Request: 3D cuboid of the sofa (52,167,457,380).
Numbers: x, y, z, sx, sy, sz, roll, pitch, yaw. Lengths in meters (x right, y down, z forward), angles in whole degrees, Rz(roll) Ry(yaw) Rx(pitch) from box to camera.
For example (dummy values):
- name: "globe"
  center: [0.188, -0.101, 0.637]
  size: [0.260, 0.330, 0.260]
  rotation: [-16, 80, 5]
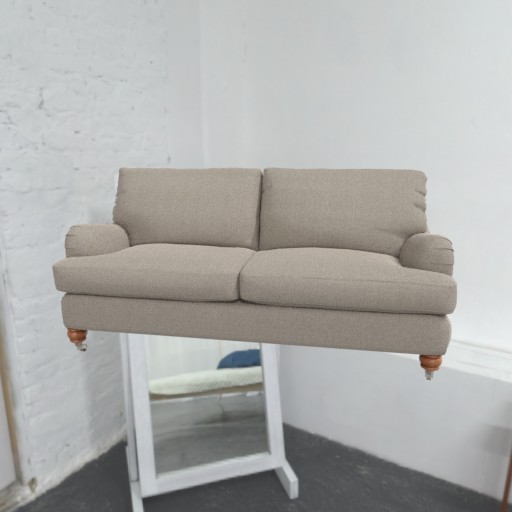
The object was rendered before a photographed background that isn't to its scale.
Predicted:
- name: "sofa"
  center: [0.000, 0.000, 2.753]
  size: [2.160, 1.054, 1.087]
  rotation: [2, 14, 9]
